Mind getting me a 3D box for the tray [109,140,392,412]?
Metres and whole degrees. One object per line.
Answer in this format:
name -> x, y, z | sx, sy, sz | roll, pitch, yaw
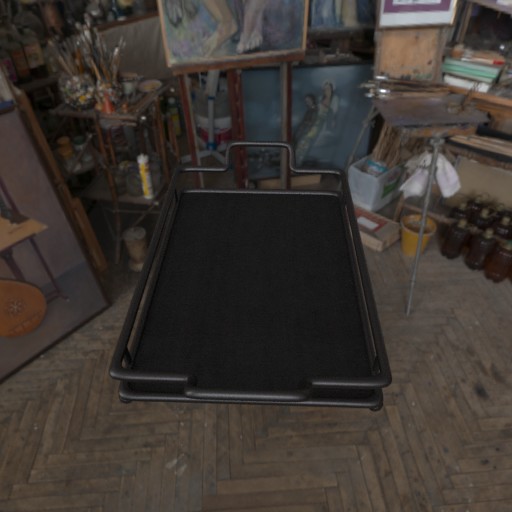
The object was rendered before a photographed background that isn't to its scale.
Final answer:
tray -> 0.000, 0.000, 0.618 | 0.297, 0.101, 0.495 | 1, 42, 1
